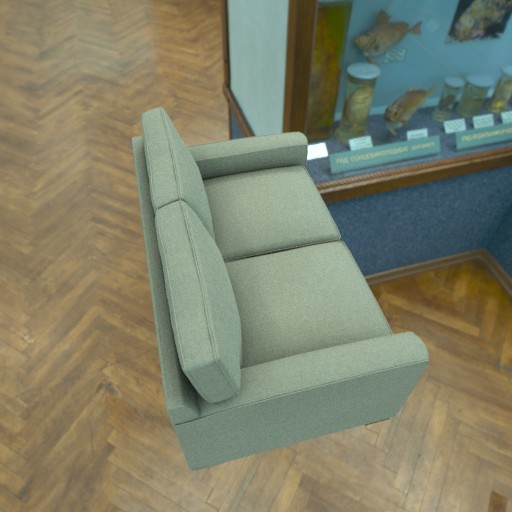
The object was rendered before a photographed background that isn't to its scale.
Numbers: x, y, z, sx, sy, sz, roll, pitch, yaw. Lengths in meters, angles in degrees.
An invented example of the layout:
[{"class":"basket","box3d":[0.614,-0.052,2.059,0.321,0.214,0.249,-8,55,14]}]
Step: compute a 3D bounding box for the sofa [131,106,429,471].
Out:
[{"class":"sofa","box3d":[0.000,0.000,2.063,0.940,0.853,1.484,-11,50,-9]}]
